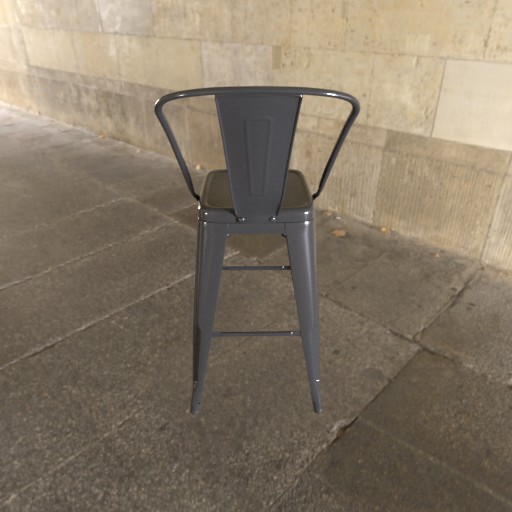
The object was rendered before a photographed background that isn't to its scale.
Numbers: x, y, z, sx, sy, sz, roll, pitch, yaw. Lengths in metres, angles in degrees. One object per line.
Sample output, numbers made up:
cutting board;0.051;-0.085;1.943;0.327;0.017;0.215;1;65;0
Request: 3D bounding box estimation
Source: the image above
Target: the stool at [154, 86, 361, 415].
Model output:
stool;0.000;0.000;1.305;0.432;1.022;0.528;0;30;-1
